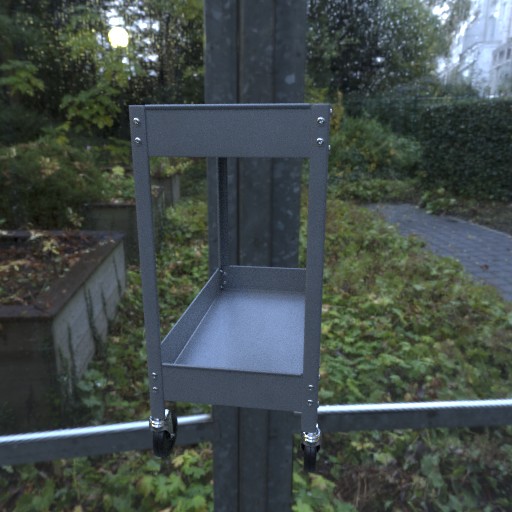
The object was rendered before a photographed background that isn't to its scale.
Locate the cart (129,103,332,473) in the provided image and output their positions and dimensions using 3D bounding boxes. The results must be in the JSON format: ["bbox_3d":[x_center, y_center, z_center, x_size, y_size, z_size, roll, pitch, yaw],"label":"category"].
[{"bbox_3d":[0.000,0.000,1.176,0.366,0.719,0.779,2,16,8],"label":"cart"}]
